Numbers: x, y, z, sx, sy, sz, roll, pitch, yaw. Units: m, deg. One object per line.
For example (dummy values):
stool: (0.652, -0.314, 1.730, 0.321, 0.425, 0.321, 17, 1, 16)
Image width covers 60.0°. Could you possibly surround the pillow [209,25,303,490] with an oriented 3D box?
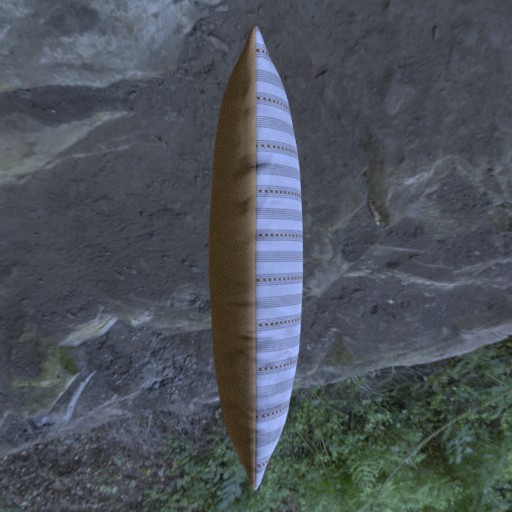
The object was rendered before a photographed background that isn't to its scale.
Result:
pillow: (0.000, 0.000, 0.718, 0.151, 0.291, 0.608, 0, 90, -1)
